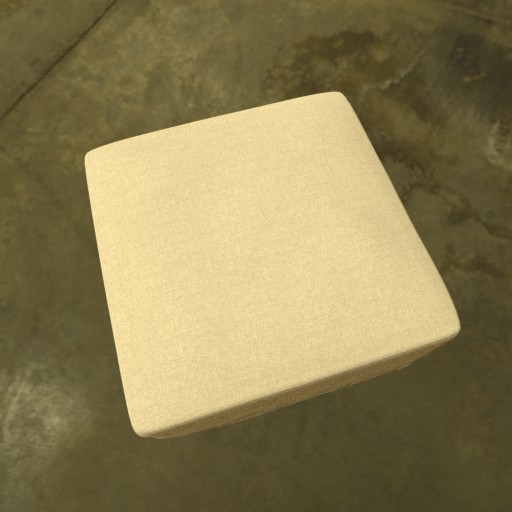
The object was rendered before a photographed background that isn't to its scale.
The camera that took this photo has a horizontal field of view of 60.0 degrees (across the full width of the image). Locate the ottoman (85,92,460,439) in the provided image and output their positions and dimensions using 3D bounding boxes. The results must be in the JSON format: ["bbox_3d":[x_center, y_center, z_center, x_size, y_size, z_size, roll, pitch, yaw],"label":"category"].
[{"bbox_3d":[0.000,0.000,1.338,0.840,0.436,0.843,-16,66,-7],"label":"ottoman"}]
